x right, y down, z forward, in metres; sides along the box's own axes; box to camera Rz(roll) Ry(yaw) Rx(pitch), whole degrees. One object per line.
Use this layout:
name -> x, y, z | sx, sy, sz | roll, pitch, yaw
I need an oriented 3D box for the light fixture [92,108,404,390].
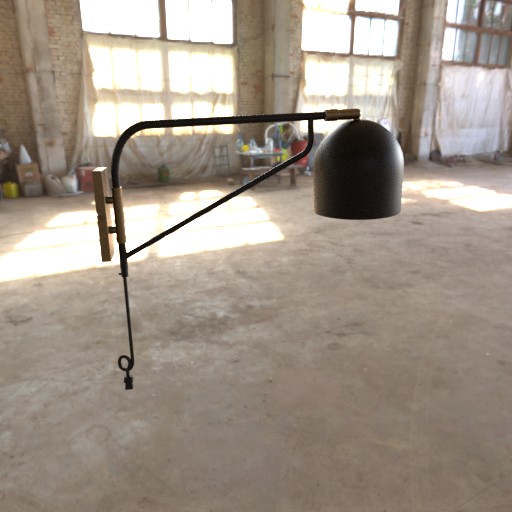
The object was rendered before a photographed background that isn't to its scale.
light fixture -> 0.000, 0.000, 1.099 | 0.720, 0.696, 0.215 | -3, 18, -9
